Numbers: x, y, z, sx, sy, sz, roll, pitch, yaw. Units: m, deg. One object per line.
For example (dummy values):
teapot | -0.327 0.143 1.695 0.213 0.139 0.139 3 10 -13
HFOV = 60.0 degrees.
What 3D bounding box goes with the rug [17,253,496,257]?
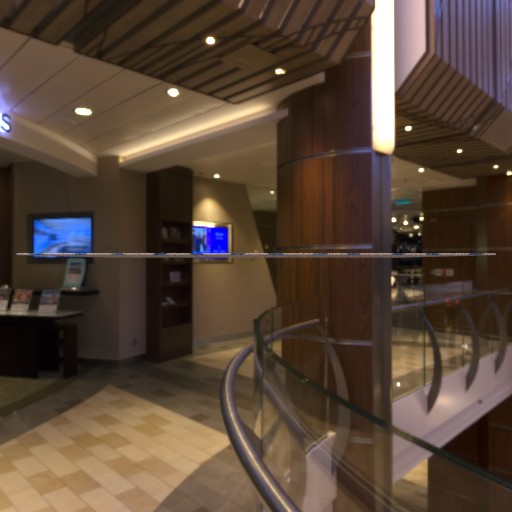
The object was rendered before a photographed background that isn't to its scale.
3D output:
rug | 0.000 0.000 3.019 2.439 0.008 1.531 0 -1 -1
